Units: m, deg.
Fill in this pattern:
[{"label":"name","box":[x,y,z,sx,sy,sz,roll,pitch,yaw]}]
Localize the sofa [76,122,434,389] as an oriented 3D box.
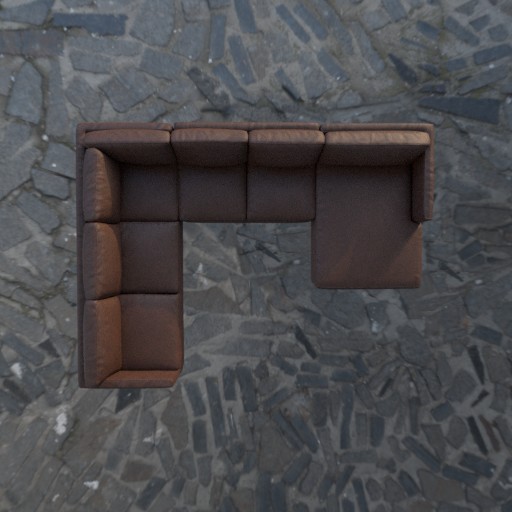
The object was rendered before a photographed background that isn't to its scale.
[{"label":"sofa","box":[0.000,0.000,4.532,3.460,0.923,2.593,0,91,-1]}]
